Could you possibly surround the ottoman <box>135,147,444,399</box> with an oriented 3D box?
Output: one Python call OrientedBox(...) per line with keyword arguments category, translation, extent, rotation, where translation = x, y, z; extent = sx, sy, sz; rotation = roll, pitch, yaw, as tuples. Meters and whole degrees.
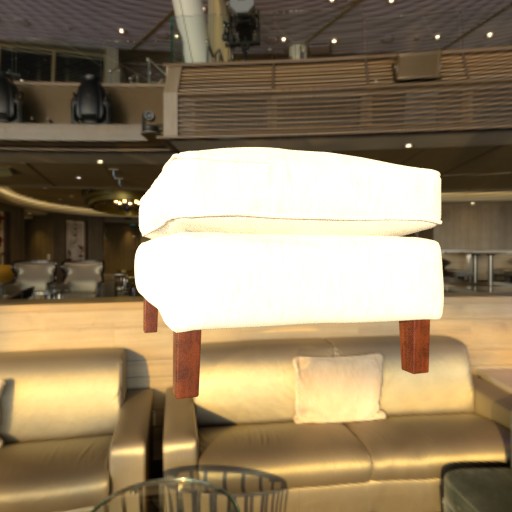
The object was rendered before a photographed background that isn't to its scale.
OrientedBox(category="ottoman", translation=(0.000, 0.000, 0.984), extent=(0.501, 0.406, 0.665), rotation=(0, 0, -19))
